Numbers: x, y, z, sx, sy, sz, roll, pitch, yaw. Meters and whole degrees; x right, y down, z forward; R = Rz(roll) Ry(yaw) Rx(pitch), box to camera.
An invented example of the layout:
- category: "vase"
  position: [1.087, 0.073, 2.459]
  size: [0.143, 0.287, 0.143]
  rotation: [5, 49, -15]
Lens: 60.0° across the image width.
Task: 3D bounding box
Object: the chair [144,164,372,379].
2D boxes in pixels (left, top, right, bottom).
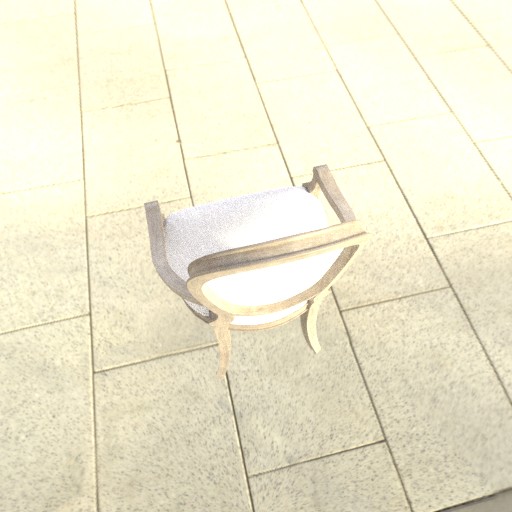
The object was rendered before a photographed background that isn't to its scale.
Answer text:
- category: "chair"
  position: [0.000, 0.000, 1.390]
  size: [0.611, 0.991, 0.602]
  rotation: [-13, 60, -8]
